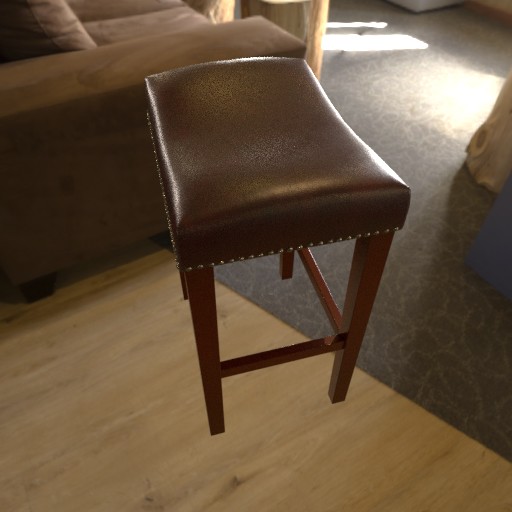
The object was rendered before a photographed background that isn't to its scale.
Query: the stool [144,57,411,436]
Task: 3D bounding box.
[{"bbox_3d":[0.000,0.000,1.045,0.372,0.742,0.504,-11,47,-10],"label":"stool"}]
